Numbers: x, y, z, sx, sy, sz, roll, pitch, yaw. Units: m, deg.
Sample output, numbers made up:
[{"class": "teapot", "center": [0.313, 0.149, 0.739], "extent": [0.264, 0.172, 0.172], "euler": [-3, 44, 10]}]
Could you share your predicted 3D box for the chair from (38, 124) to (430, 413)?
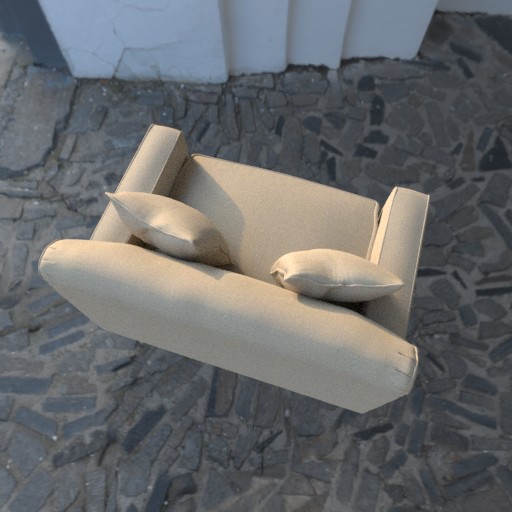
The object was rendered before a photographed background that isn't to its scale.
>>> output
[{"class": "chair", "center": [0.000, 0.000, 2.062], "extent": [1.383, 0.948, 1.000], "euler": [16, 66, 7]}]
